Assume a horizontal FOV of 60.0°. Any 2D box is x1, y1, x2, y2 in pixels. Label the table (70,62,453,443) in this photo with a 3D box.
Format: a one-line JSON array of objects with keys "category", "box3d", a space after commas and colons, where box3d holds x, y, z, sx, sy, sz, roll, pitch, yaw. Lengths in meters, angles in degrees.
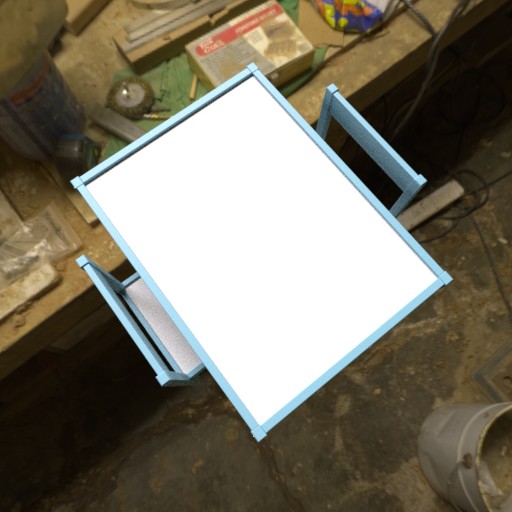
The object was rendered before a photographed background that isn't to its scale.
[{"category": "table", "box3d": [0.000, 0.000, 1.085, 0.633, 0.503, 0.639, -37, 77, -10]}]
